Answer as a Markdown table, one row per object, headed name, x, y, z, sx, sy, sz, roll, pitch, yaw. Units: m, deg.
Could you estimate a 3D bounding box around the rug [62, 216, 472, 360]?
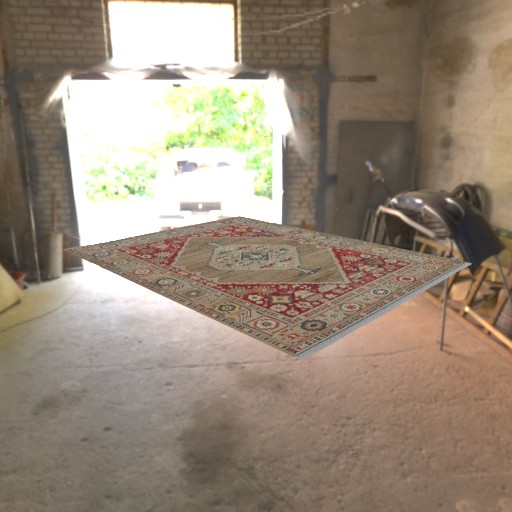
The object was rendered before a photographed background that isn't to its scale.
| name | x | y | z | sx | sy | sz | roll | pitch | yaw |
| --- | --- | --- | --- | --- | --- | --- | --- | --- | --- |
| rug | 0.000 | 0.000 | 4.280 | 3.143 | 0.008 | 2.451 | 16 | 23 | 42 |
